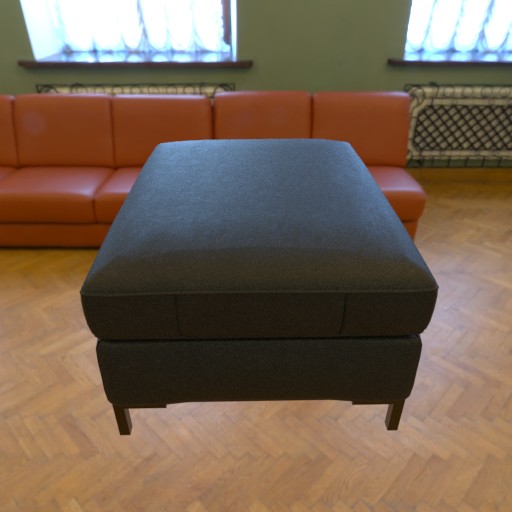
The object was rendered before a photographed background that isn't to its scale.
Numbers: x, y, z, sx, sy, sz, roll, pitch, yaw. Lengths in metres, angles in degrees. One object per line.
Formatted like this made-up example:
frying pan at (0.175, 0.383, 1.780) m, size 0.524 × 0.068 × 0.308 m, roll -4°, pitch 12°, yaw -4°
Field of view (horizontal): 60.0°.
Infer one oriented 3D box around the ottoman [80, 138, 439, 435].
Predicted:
ottoman at (0.000, 0.000, 1.788) m, size 0.967 × 0.696 × 1.187 m, roll -1°, pitch 32°, yaw -1°
